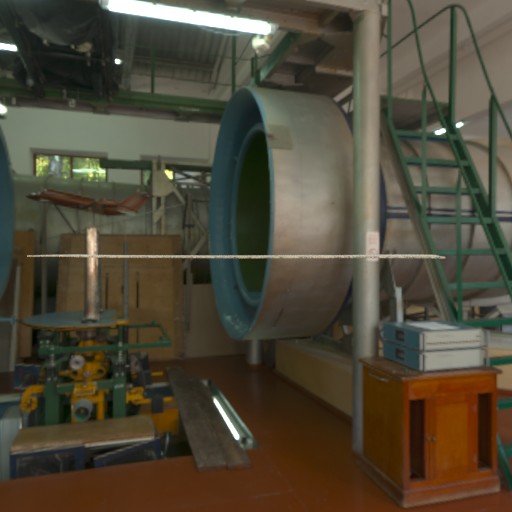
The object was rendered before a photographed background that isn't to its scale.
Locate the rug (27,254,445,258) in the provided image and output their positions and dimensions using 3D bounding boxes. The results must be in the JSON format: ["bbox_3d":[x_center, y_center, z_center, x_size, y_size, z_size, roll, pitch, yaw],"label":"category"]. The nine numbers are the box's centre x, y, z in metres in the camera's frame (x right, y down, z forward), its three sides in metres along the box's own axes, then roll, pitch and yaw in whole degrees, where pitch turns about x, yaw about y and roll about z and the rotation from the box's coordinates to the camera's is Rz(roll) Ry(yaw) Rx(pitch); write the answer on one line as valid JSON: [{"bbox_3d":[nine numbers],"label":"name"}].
[{"bbox_3d":[0.000,0.000,4.167,3.054,0.030,2.430,0,0,17],"label":"rug"}]
